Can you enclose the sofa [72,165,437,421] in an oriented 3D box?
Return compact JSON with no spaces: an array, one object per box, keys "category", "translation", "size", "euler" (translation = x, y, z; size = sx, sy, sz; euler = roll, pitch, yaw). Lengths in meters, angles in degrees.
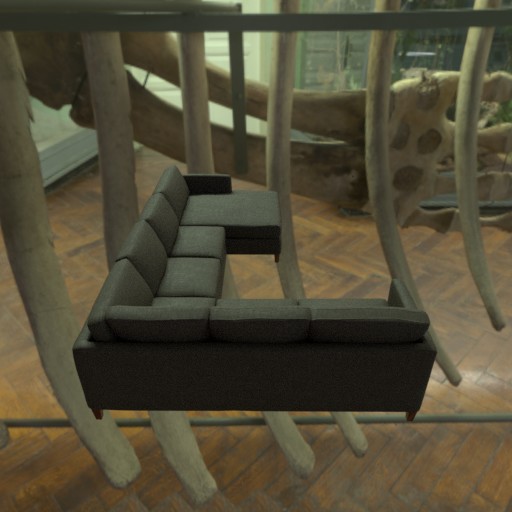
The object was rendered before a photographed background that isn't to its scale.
[{"category":"sofa","translation":[0.000,0.000,4.666],"size":[2.594,0.961,3.460],"euler":[0,31,0]}]
